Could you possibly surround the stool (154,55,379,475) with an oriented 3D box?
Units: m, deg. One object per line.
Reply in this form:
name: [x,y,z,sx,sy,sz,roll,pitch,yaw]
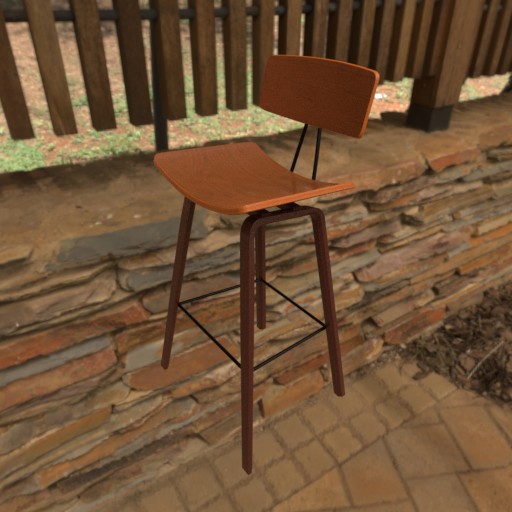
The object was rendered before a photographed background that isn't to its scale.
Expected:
stool: [0.000,0.000,1.223,0.440,0.969,0.509,-22,37,-31]
